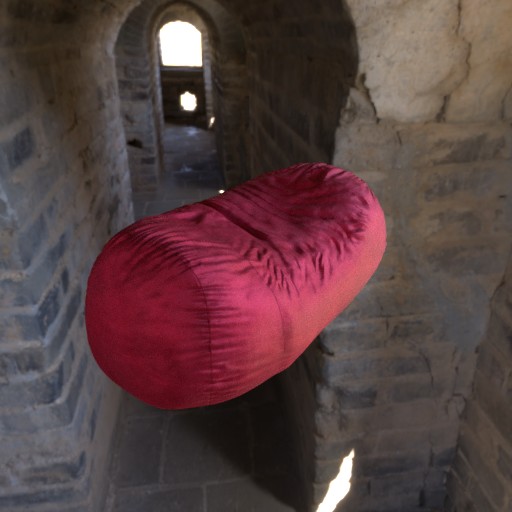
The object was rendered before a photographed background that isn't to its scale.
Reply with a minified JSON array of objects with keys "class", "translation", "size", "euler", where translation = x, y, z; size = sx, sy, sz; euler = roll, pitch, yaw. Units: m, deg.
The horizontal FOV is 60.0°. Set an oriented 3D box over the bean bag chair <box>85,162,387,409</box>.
[{"class":"bean bag chair","translation":[0.000,0.000,2.862],"size":[1.216,0.867,2.293],"euler":[19,32,33]}]
